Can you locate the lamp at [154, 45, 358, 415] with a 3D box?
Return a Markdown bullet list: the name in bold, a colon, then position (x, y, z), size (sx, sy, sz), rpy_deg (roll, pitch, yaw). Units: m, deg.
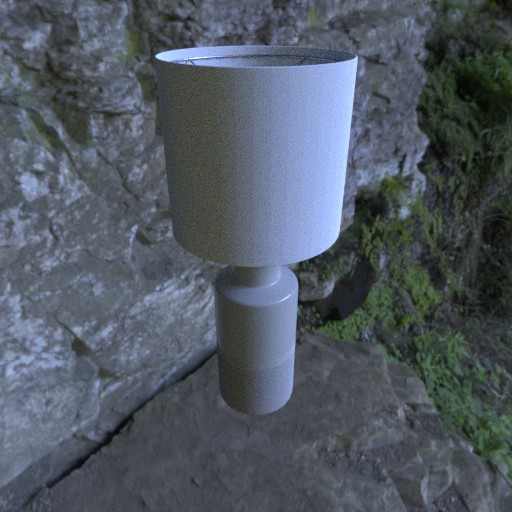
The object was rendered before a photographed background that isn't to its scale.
- **lamp**: position (0.000, 0.000, 0.592), size (0.212, 0.493, 0.212), rpy_deg (21, 36, 32)
